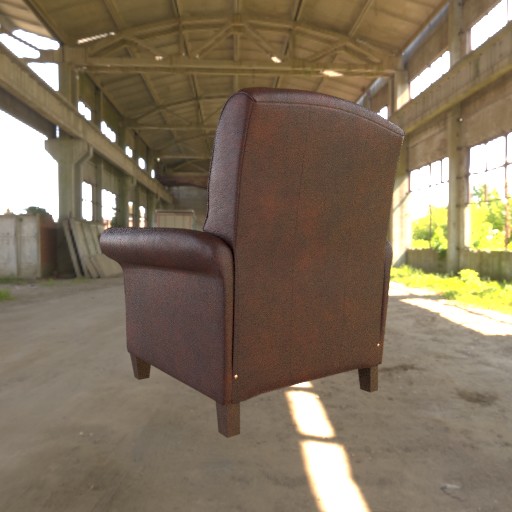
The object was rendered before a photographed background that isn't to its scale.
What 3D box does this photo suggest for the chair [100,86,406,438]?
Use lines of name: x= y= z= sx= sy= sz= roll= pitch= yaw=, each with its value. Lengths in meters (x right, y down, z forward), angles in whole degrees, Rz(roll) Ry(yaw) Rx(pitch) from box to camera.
chair: x=0.000 y=0.000 z=1.788 sx=0.978 sy=1.061 sz=0.902 roll=-1 pitch=2 yaw=-37
